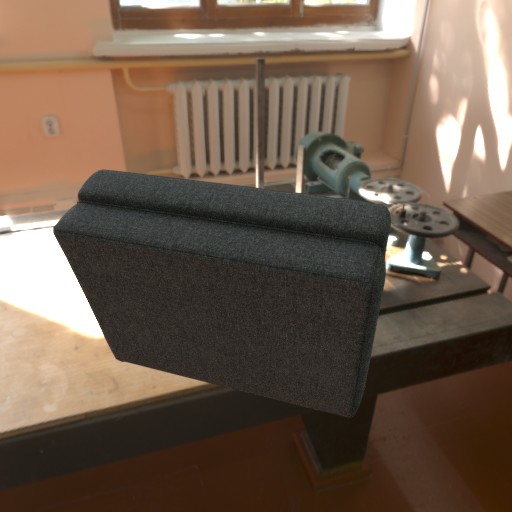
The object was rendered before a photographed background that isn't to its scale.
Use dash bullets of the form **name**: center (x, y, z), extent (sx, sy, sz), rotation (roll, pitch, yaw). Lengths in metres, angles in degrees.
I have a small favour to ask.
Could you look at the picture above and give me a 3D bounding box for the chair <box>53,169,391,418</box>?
- **chair**: center (0.000, 0.000, 1.336), extent (0.740, 0.615, 0.800), rotation (9, 32, 15)
